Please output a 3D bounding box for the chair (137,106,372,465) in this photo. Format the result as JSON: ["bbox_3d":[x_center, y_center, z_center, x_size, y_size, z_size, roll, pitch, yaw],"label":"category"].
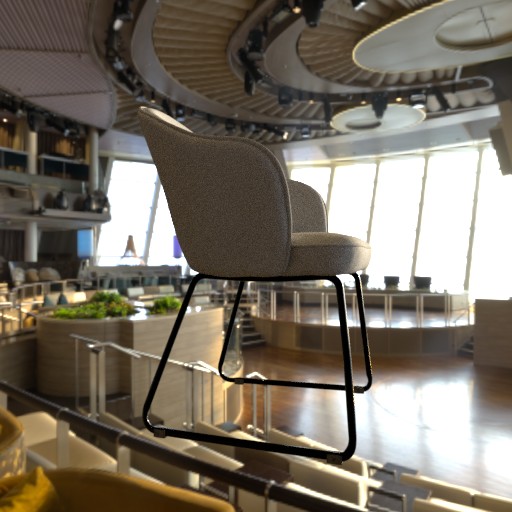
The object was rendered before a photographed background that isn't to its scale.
[{"bbox_3d":[0.000,0.000,1.183,0.592,0.817,0.570,0,0,18],"label":"chair"}]
